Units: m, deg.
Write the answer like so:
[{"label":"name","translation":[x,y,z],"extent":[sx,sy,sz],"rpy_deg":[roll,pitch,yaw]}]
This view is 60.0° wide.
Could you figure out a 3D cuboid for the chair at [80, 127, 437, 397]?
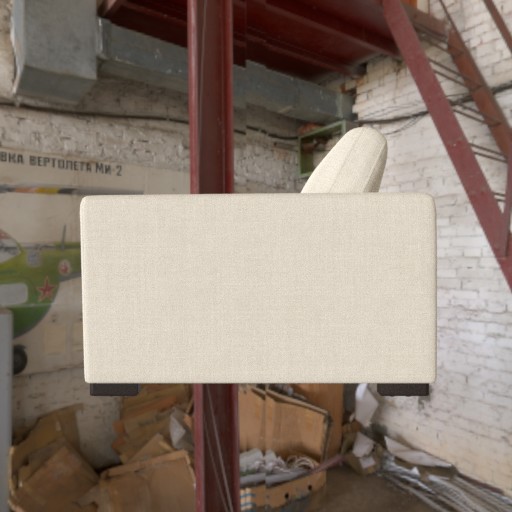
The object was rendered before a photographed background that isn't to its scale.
[{"label":"chair","translation":[0.000,0.000,1.868],"extent":[1.100,0.876,1.070],"rpy_deg":[0,0,0]}]
